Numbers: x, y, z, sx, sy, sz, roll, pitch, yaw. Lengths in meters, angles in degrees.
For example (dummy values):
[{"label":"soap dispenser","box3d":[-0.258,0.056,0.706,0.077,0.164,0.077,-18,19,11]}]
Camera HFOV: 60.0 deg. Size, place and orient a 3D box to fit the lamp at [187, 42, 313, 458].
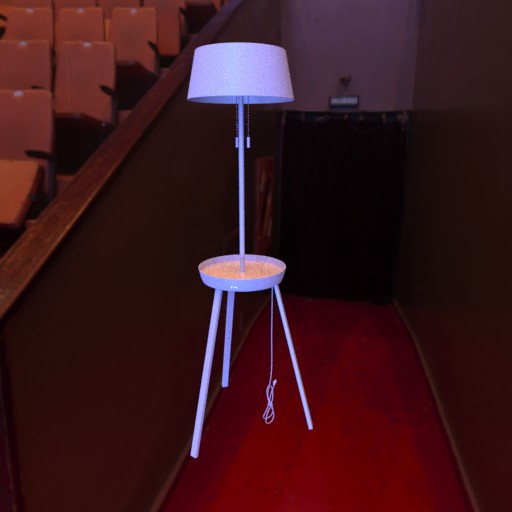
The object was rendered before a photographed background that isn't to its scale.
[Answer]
[{"label":"lamp","box3d":[0.000,0.000,1.657,0.468,1.429,0.508,2,15,9]}]
